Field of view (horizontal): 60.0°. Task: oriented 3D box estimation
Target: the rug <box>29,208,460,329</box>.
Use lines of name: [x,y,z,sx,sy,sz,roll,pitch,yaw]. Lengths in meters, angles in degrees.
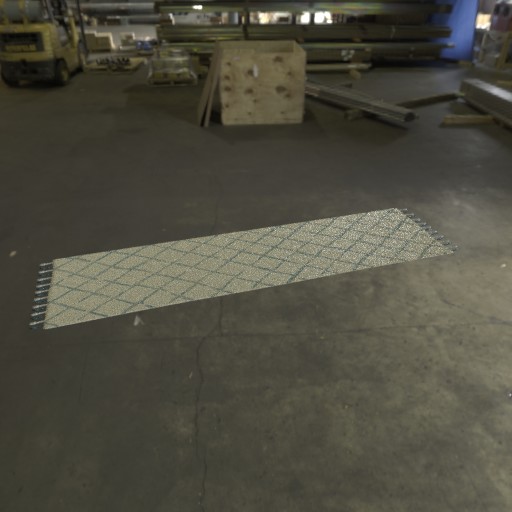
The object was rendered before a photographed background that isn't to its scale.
rug: [0.000,0.000,2.566,2.372,0.008,0.620,-9,33,-15]
